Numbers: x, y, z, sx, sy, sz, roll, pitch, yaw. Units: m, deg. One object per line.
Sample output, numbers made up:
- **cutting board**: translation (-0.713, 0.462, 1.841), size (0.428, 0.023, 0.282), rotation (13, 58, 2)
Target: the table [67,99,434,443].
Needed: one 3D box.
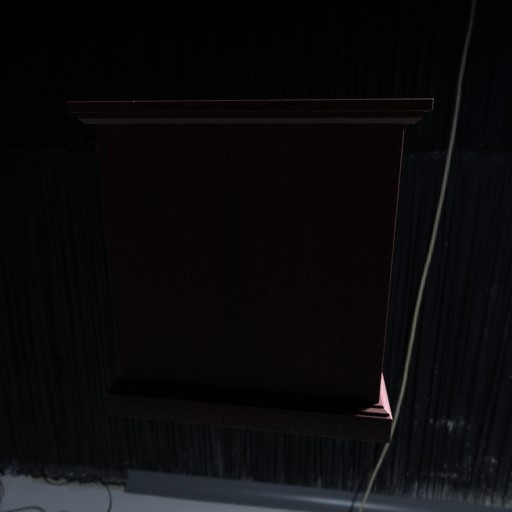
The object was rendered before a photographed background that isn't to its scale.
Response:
- **table**: translation (0.000, 0.000, 0.950), size (0.584, 0.612, 0.356), rotation (2, 17, 8)
